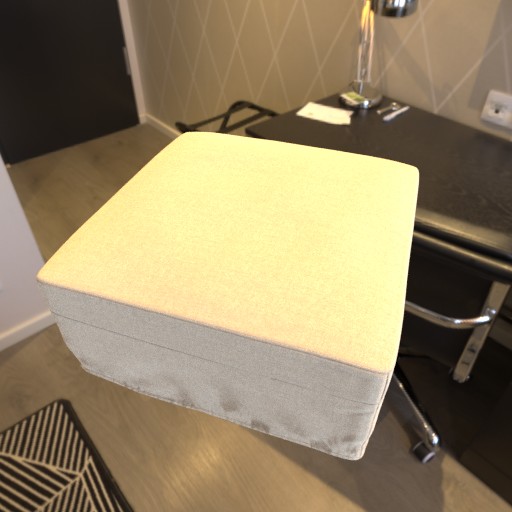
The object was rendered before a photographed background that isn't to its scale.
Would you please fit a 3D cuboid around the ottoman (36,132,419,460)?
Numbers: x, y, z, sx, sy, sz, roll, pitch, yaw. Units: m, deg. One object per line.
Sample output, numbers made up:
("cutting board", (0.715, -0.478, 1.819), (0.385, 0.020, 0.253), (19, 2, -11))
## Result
("ottoman", (0.000, 0.000, 1.322), (0.840, 0.436, 0.843), (13, 42, 14))
